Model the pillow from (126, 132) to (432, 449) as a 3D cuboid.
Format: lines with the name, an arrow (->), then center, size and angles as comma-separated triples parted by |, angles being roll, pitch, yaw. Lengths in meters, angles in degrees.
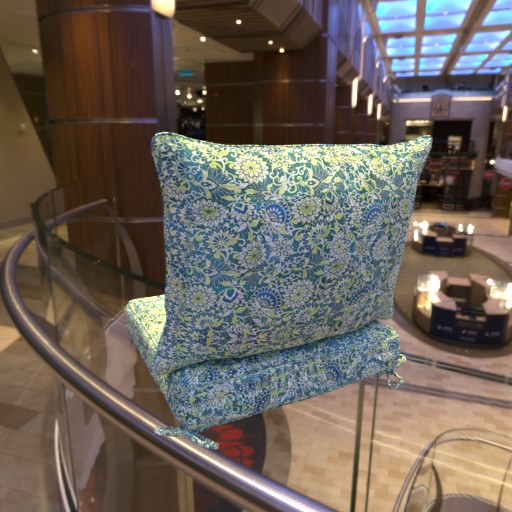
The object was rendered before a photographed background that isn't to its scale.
pillow -> 0.000, 0.000, 1.356 | 0.798, 0.722, 0.740 | -8, 17, -26
